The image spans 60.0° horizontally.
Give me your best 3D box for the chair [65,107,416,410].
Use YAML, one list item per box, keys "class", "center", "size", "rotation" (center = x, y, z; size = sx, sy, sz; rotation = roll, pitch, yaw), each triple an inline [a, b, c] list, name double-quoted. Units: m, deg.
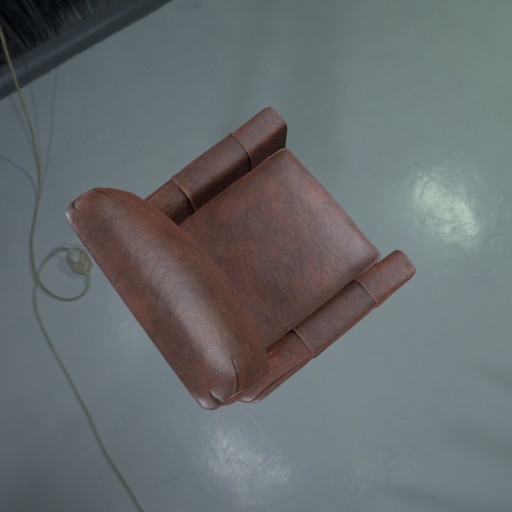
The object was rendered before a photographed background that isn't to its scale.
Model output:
- class: "chair"
  center: [0.000, 0.000, 1.667]
  size: [0.836, 1.043, 0.843]
  rotation: [-37, 79, -9]
